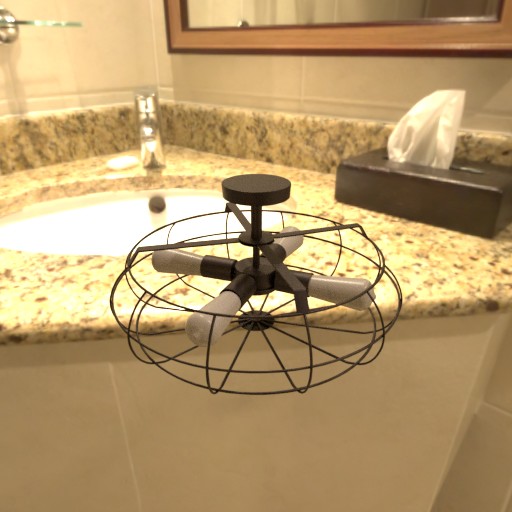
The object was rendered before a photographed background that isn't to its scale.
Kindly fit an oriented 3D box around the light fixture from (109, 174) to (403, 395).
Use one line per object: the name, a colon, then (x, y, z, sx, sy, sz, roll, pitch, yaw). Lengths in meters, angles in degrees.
light fixture: (0.000, 0.000, 0.904, 0.582, 0.311, 0.582, 0, 26, 0)
